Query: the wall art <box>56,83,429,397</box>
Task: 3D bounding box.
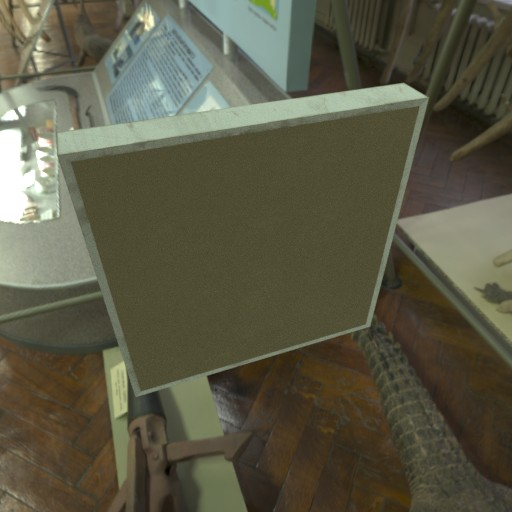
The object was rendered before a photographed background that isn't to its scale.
[{"bbox_3d":[0.000,0.000,0.457,0.305,0.303,0.038,-13,43,-15],"label":"wall art"}]
